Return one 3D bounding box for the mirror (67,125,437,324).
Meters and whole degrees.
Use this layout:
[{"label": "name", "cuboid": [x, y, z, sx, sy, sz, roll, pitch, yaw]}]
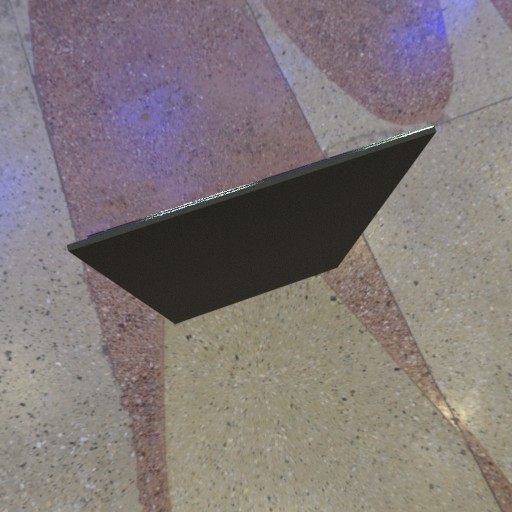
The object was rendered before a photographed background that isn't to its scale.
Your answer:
[{"label": "mirror", "cuboid": [0.000, 0.000, 1.139, 0.613, 0.914, 0.039, -19, 75, -5]}]
